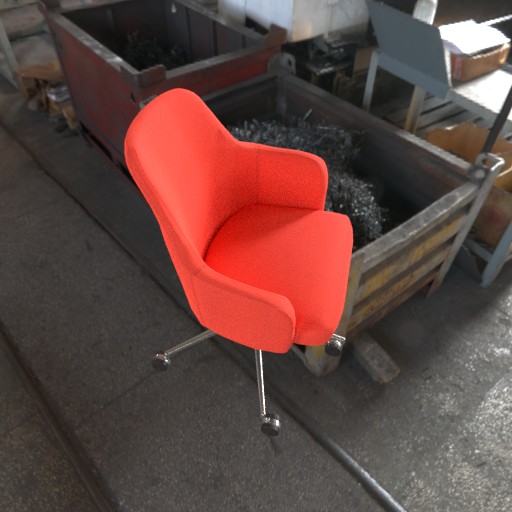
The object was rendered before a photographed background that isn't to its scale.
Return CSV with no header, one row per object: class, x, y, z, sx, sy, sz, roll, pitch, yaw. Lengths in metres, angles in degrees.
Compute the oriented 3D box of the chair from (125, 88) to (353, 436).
chair,0.000,0.000,1.262,0.600,0.820,0.655,10,47,10
